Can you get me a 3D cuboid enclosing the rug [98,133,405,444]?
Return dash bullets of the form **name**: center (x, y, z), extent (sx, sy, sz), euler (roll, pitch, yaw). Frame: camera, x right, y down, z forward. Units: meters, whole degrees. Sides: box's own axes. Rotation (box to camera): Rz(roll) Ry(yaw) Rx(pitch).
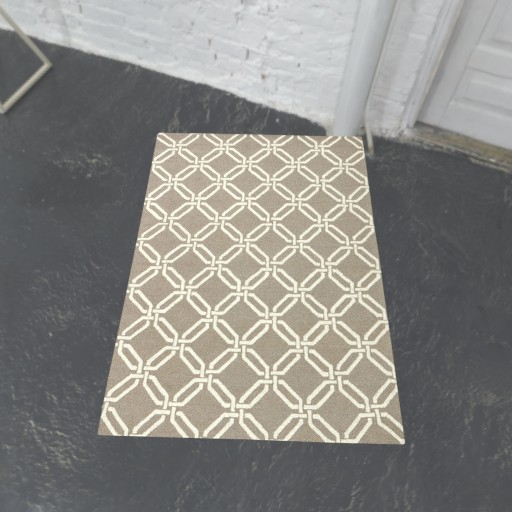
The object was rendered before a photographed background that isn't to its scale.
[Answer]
- **rug**: center (0.000, 0.000, 4.398), extent (2.441, 0.020, 3.419), euler (1, 58, 1)
